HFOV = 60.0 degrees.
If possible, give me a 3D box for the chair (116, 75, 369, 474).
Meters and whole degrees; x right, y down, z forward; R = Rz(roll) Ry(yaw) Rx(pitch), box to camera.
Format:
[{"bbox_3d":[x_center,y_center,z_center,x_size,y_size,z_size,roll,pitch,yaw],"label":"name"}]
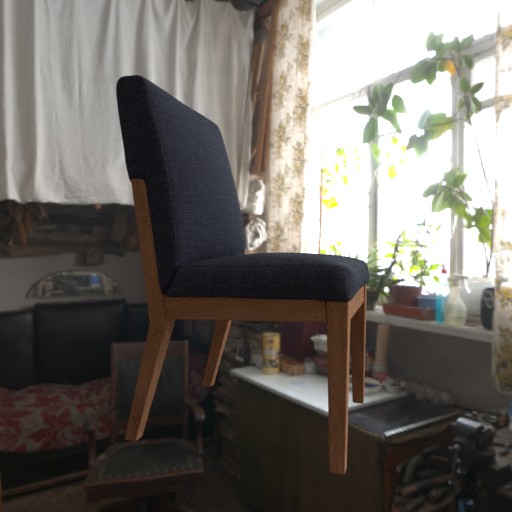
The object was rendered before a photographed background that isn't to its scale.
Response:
[{"bbox_3d":[0.000,0.000,1.237,0.586,0.911,0.507,0,1,18],"label":"chair"}]
